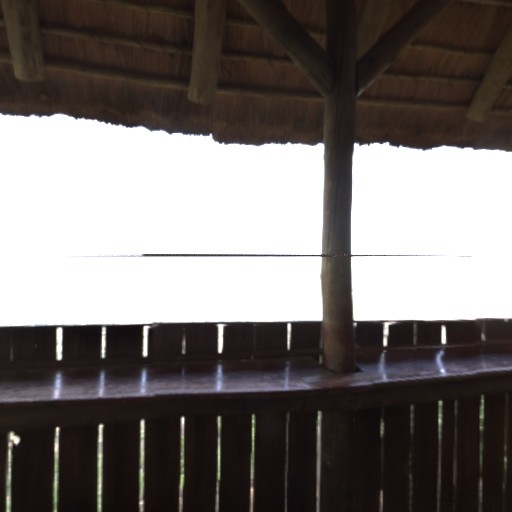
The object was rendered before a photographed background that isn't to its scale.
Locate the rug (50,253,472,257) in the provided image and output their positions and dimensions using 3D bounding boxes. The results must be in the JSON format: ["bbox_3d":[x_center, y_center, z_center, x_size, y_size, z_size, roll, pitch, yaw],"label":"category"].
[{"bbox_3d":[0.000,0.000,4.146,3.123,0.017,2.447,0,0,-35],"label":"rug"}]
